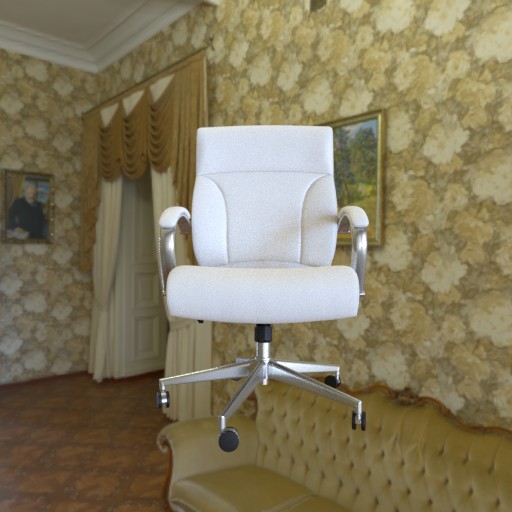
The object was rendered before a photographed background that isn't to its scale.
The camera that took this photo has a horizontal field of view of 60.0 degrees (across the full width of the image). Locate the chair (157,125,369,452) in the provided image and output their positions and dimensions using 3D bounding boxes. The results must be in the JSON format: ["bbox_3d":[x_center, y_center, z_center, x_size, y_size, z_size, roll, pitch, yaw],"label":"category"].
[{"bbox_3d":[0.000,0.000,1.610,0.727,1.099,0.745,0,0,2],"label":"chair"}]
